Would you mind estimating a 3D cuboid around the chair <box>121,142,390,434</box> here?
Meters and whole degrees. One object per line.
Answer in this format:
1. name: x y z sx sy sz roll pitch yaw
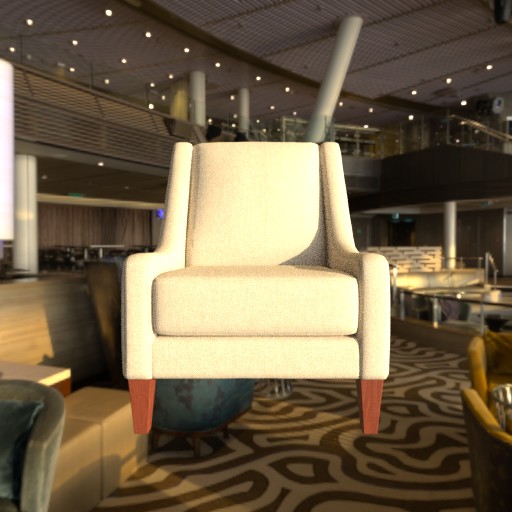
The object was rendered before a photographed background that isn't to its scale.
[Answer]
1. chair: 0.000 0.000 1.645 0.774 1.014 0.870 0 1 0
